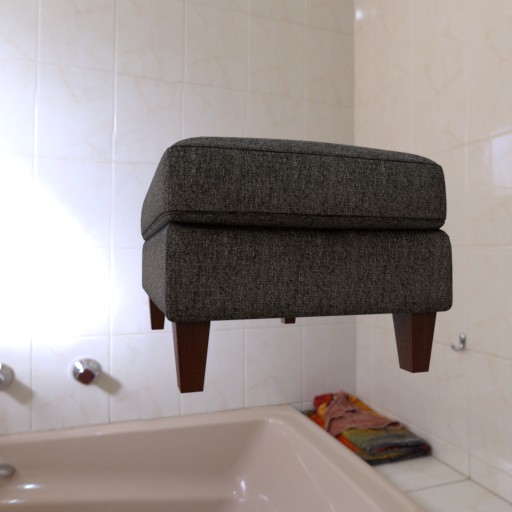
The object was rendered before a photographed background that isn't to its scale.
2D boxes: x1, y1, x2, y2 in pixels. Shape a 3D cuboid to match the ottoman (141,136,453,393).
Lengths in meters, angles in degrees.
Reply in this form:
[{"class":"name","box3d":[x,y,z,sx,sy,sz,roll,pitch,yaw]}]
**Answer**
[{"class":"ottoman","box3d":[0.000,0.000,1.208,0.584,0.483,0.864,0,-1,-17]}]
